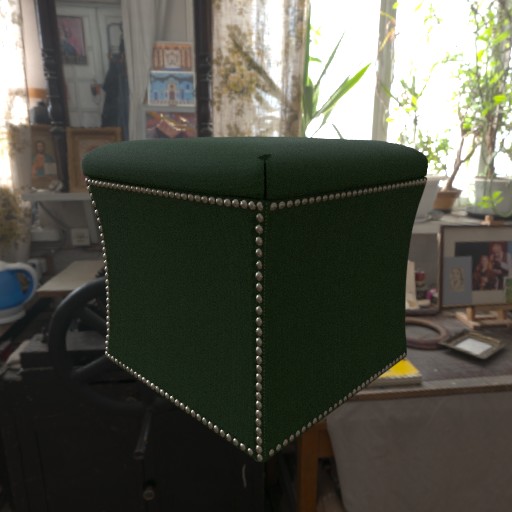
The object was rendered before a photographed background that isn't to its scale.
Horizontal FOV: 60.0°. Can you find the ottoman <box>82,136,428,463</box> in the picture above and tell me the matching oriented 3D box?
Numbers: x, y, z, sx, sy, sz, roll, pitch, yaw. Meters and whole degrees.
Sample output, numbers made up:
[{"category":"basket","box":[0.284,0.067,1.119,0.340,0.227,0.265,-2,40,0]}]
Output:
[{"category":"ottoman","box":[0.000,0.000,0.912,0.507,0.475,0.497,14,21,42]}]
